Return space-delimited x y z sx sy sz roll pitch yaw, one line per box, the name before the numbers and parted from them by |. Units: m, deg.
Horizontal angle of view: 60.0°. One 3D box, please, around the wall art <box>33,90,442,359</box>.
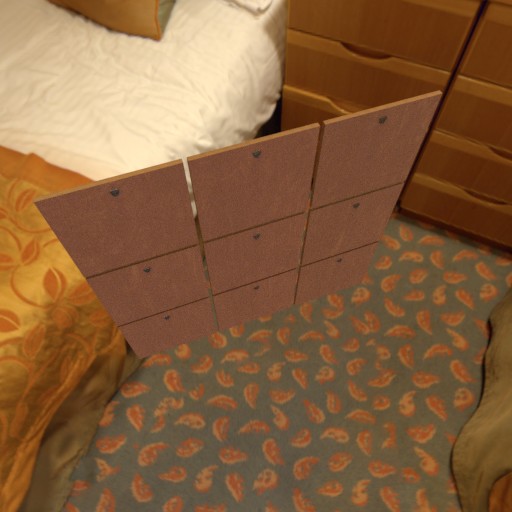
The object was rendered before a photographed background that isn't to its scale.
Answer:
wall art | 0.000 0.000 1.324 0.915 0.913 0.018 -18 60 -11
